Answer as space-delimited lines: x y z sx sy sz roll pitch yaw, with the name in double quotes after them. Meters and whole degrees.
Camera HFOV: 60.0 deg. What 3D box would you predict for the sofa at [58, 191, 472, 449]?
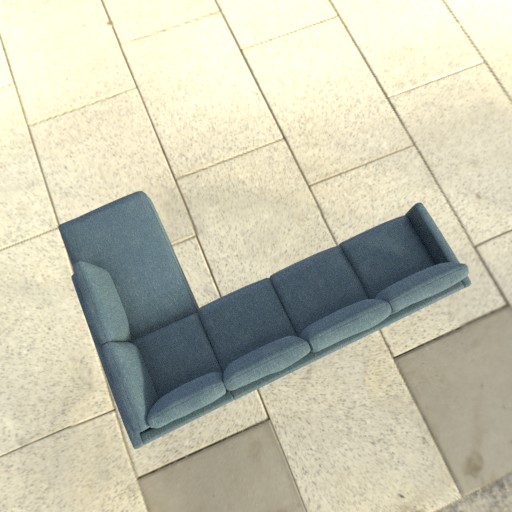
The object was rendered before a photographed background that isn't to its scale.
0.000 0.000 3.810 2.949 0.815 2.007 -24 75 -7 "sofa"
